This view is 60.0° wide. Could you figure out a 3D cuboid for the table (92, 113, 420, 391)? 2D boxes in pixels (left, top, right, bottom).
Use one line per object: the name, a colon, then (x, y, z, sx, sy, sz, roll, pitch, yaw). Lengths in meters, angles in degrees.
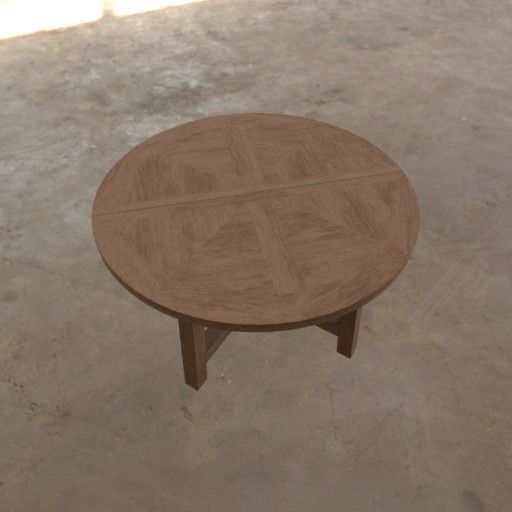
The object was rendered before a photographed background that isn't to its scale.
table: (0.000, 0.000, 2.111, 1.319, 0.762, 1.319, 0, 46, 0)
